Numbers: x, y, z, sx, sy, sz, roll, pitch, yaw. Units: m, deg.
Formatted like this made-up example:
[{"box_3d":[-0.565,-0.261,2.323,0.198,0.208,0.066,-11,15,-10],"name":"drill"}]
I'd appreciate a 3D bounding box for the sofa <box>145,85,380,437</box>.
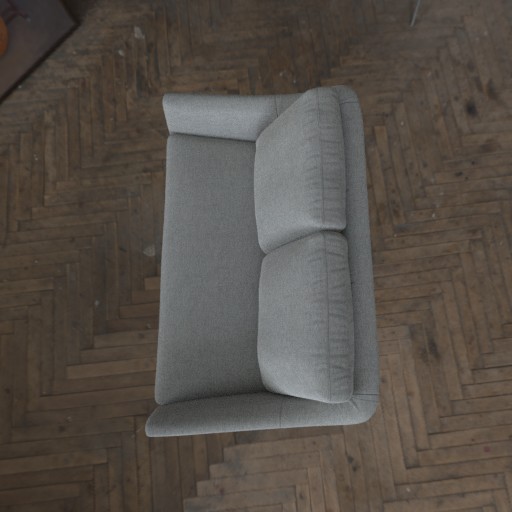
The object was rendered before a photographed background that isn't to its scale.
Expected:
[{"box_3d":[0.000,0.000,2.171,0.960,0.904,1.619,0,76,0],"name":"sofa"}]
